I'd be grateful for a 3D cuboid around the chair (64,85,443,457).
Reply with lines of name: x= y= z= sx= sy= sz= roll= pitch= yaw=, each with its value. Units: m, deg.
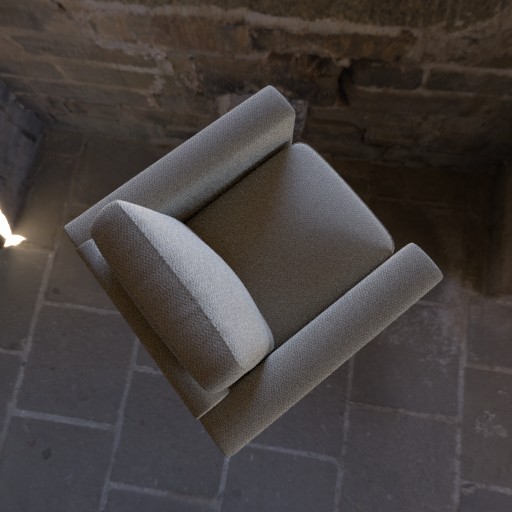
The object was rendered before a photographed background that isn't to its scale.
chair: x=0.000 y=0.000 z=1.714 sx=1.016 sy=0.873 sz=1.005 roll=-37 pitch=79 yaw=-9
